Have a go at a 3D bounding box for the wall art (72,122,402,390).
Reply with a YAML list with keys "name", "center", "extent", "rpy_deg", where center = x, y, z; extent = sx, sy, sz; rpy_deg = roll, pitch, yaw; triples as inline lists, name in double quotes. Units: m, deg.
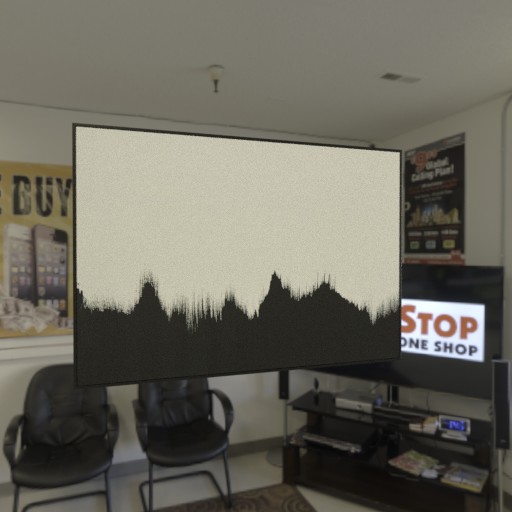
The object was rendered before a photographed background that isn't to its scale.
- name: "wall art"
  center: [0.000, 0.000, 1.252]
  extent: [0.957, 0.660, 0.019]
  rpy_deg: [0, 1, -18]
